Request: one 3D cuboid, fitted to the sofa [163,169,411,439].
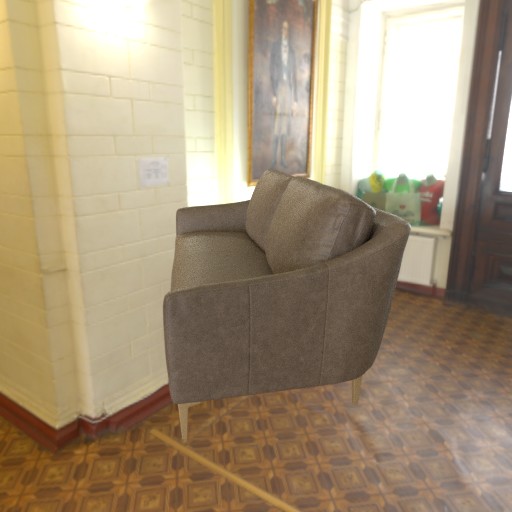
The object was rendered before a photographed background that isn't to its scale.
[{"bbox_3d":[0.000,0.000,2.543,0.960,0.902,2.036,-2,15,-8],"label":"sofa"}]
